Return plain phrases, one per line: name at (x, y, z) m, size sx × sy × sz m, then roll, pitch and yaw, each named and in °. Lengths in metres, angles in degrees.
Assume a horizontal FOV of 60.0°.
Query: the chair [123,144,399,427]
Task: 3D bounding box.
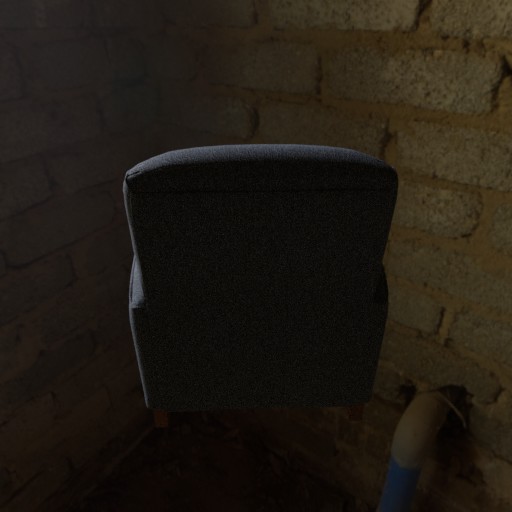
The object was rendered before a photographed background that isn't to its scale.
chair at (0.000, 0.000, 1.628) m, size 0.839 × 1.016 × 0.850 m, roll -1°, pitch 30°, yaw -2°
